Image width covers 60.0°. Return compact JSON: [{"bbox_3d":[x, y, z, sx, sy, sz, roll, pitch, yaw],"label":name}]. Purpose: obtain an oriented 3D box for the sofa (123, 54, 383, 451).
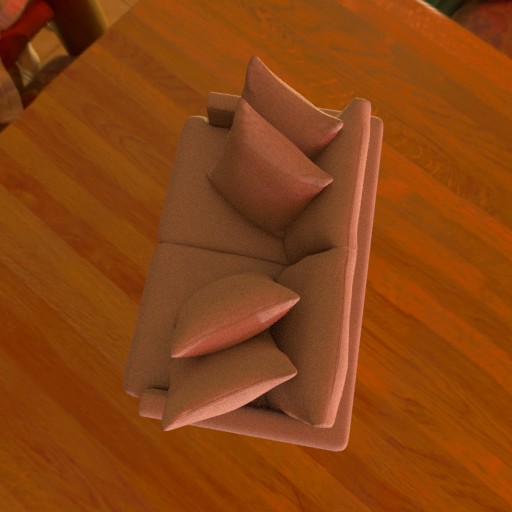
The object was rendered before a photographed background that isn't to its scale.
[{"bbox_3d":[0.000,0.000,2.513,1.228,1.080,1.869,9,76,2],"label":"sofa"}]
